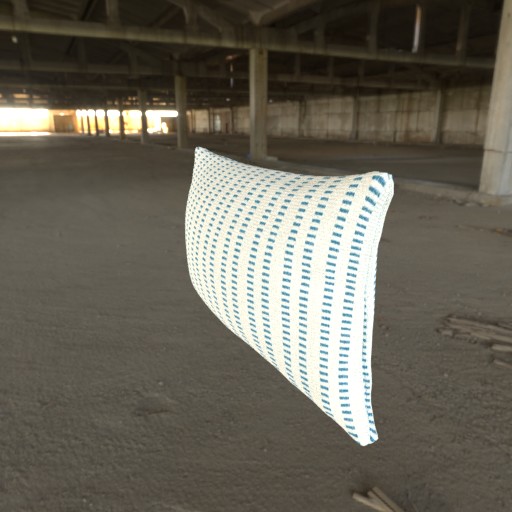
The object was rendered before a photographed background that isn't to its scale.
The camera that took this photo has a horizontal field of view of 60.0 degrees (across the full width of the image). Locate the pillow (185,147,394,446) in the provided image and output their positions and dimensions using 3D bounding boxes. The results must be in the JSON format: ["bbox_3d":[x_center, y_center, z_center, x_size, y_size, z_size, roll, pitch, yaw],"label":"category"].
[{"bbox_3d":[0.000,0.000,0.792,0.210,0.353,0.640,-8,18,-25],"label":"pillow"}]
